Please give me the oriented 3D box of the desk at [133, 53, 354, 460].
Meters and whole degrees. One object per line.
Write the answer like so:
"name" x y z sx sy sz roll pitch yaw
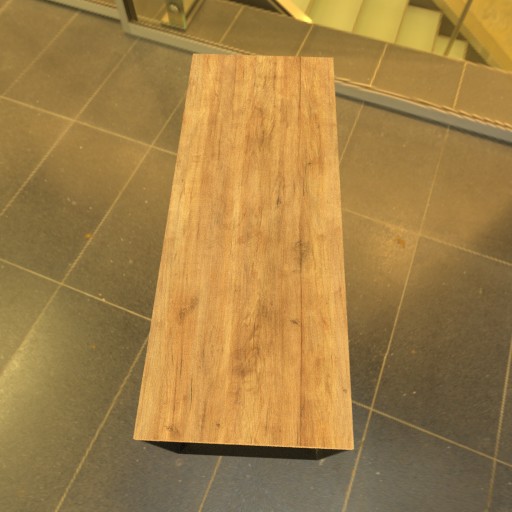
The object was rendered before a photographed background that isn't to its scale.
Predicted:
"desk" 0.000 0.000 1.873 0.600 0.760 1.520 2 63 1
